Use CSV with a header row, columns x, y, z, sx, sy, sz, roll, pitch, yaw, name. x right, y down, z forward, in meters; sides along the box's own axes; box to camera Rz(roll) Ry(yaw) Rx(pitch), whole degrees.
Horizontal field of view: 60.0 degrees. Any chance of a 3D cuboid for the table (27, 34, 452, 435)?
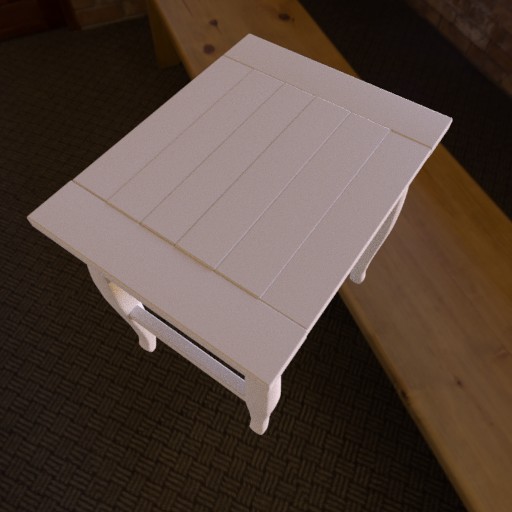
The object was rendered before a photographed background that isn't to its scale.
x,y,z,sx,sy,sz,roll,pitch,yaw,name
0.000,0.000,1.010,0.463,0.605,0.599,31,63,17,table
